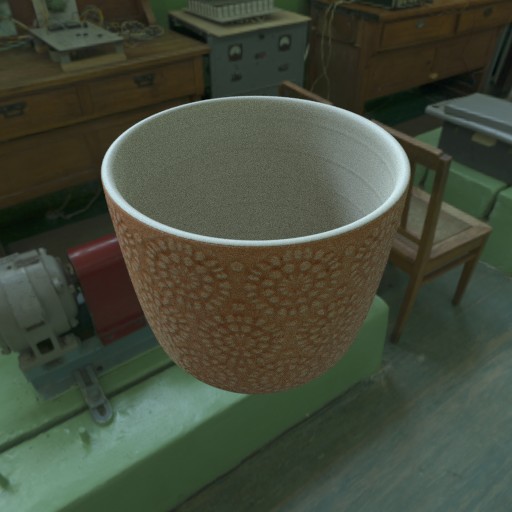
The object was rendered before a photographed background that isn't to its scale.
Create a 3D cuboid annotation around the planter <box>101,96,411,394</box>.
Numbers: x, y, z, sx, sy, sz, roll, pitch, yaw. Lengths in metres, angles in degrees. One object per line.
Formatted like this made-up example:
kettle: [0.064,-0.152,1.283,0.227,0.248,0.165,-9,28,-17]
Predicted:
planter: [0.000,0.000,0.367,0.208,0.190,0.208,0,40,0]
